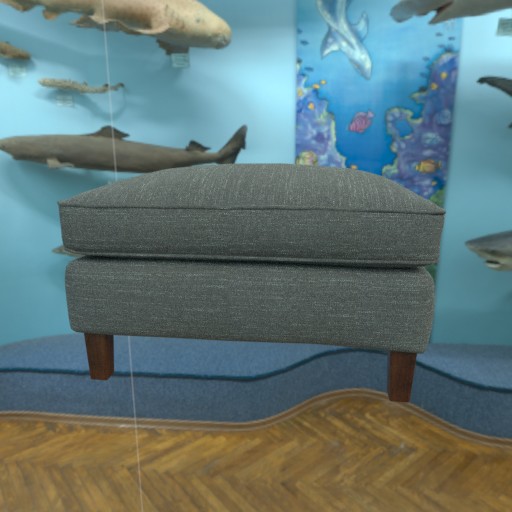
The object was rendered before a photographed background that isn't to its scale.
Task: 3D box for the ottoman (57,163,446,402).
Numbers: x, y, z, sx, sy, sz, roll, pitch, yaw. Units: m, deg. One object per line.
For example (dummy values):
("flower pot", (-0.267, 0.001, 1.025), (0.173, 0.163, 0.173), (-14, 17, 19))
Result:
("ottoman", (0.000, 0.000, 0.994), (0.686, 0.406, 0.508), (2, 15, 8))
